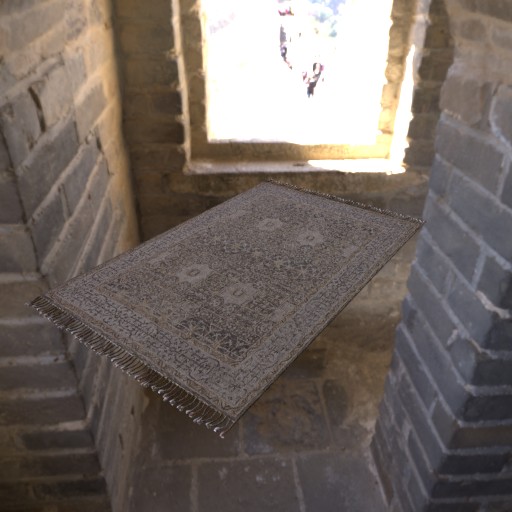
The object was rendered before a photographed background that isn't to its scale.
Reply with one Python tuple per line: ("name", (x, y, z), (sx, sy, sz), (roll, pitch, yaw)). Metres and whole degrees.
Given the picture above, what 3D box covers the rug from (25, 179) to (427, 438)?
("rug", (0.000, 0.000, 2.479), (1.237, 0.010, 2.029), (21, 37, 31))
